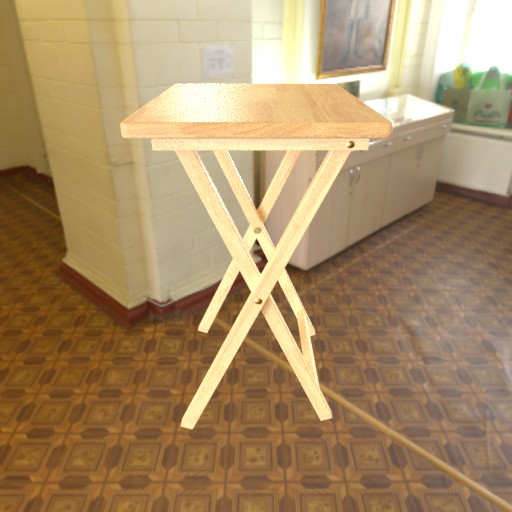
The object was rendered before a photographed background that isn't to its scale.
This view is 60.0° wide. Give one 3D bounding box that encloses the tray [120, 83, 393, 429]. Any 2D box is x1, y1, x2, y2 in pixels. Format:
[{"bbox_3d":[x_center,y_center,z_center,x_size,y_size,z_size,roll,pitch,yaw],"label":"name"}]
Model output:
[{"bbox_3d":[0.000,0.000,0.974,0.381,0.660,0.483,0,27,0],"label":"tray"}]
